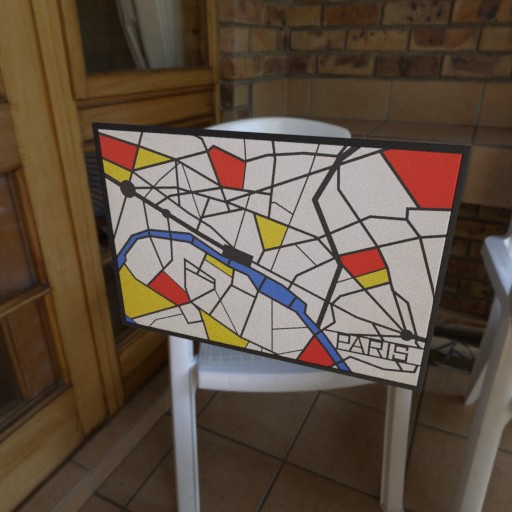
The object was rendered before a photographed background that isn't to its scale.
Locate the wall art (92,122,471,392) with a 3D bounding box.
[{"bbox_3d":[0.000,0.000,1.223,0.963,0.665,0.013,9,27,18],"label":"wall art"}]
